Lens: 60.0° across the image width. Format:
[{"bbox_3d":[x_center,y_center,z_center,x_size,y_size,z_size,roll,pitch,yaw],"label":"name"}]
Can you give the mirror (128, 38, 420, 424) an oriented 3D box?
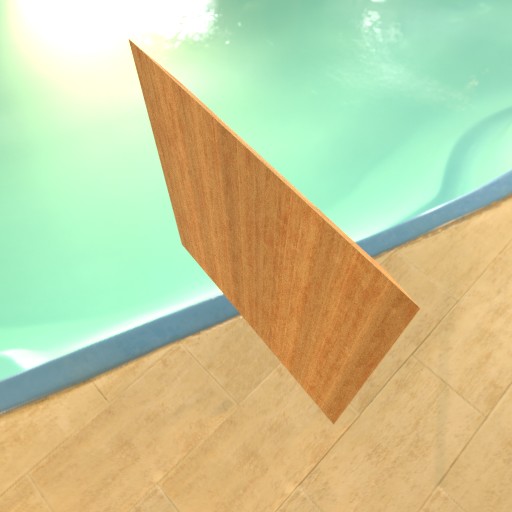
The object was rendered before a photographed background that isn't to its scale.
[{"bbox_3d":[0.000,0.000,0.915,0.047,0.651,0.651,-34,64,-19],"label":"mirror"}]
